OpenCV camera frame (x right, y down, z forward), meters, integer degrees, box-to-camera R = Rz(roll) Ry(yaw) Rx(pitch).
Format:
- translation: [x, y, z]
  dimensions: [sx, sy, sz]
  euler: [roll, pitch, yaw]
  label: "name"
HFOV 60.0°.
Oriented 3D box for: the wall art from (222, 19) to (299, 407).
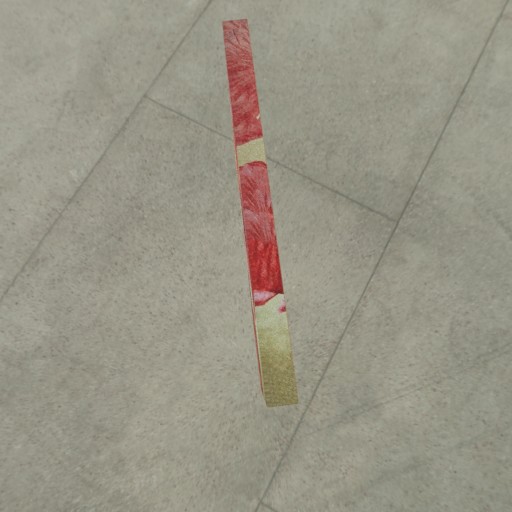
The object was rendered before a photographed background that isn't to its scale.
- translation: [0.000, 0.000, 0.681]
  dimensions: [0.028, 0.508, 0.406]
  euler: [-6, 75, -2]
  label: "wall art"
